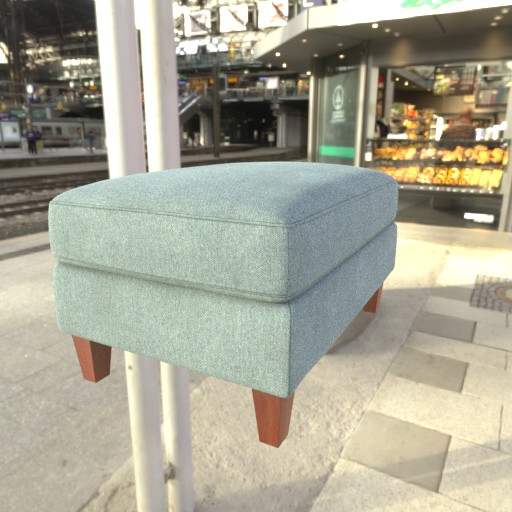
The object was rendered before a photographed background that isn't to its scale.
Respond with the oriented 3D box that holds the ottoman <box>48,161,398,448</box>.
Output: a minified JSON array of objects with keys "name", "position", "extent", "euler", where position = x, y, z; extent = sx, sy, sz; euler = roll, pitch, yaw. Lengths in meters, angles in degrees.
[{"name":"ottoman","position":[0.000,0.000,1.193],"extent":[0.584,0.483,0.864],"euler":[8,17,27]}]
